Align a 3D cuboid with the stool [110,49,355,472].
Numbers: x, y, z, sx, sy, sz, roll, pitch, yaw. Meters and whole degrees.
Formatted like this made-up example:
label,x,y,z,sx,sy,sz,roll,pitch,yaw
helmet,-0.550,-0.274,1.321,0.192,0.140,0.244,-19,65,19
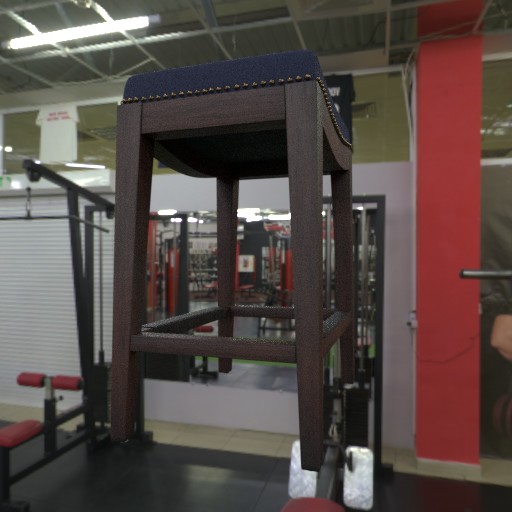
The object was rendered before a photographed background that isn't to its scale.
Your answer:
label,x,y,z,sx,sy,sz,roll,pitch,yaw
stool,0.000,0.000,0.939,0.361,0.642,0.500,0,0,18
